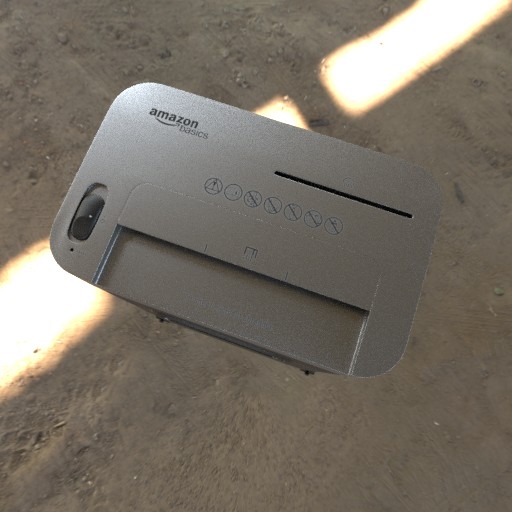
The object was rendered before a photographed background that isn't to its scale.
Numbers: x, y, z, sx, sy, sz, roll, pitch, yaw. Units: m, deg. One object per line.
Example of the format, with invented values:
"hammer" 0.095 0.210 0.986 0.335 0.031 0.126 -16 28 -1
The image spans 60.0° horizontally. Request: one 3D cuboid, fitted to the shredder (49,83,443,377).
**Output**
"shredder" 0.000 0.000 0.584 0.311 0.419 0.237 19 76 5
